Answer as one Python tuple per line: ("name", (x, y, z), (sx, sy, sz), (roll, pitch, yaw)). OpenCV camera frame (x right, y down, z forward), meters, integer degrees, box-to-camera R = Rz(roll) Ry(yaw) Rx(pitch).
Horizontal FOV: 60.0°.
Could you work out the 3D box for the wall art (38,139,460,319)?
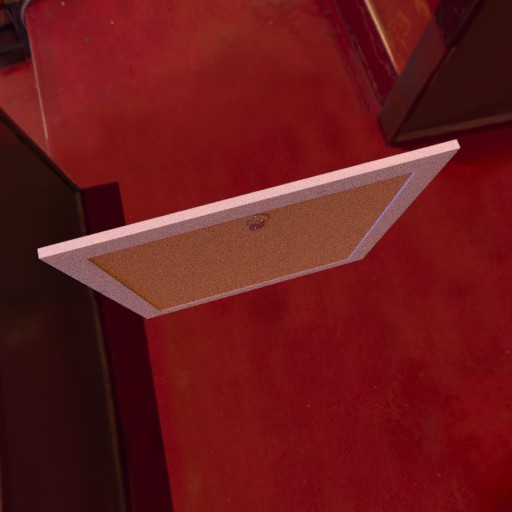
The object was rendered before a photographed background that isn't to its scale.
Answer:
("wall art", (0.000, 0.000, 0.858), (0.572, 0.577, 0.015), (-15, 75, -4))
